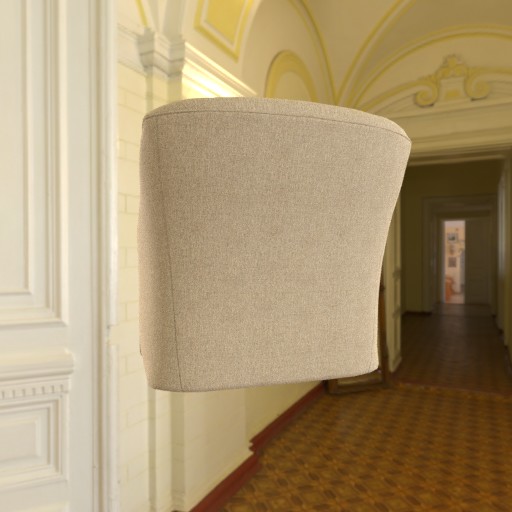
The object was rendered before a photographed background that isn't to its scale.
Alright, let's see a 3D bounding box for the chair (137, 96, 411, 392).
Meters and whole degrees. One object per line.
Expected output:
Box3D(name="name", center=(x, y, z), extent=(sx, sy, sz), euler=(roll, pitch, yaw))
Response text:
Box3D(name="chair", center=(0.000, 0.000, 1.620), extent=(0.864, 0.856, 0.923), euler=(0, 0, -19))
